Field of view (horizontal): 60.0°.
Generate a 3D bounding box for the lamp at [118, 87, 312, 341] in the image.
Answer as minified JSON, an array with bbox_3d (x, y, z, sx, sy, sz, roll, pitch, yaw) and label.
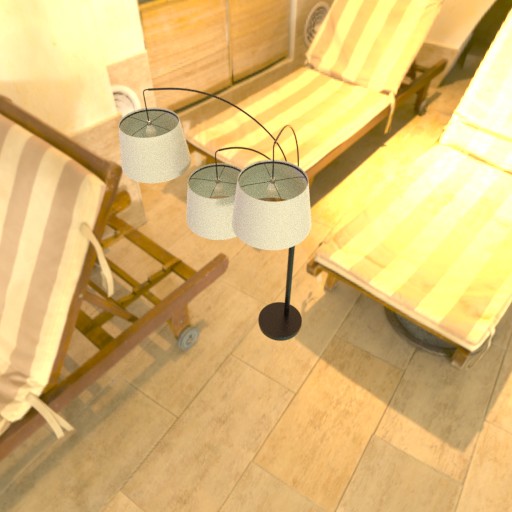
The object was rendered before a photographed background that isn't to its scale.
[{"bbox_3d":[0.000,0.000,2.471,0.951,1.950,0.924,31,53,26],"label":"lamp"}]
